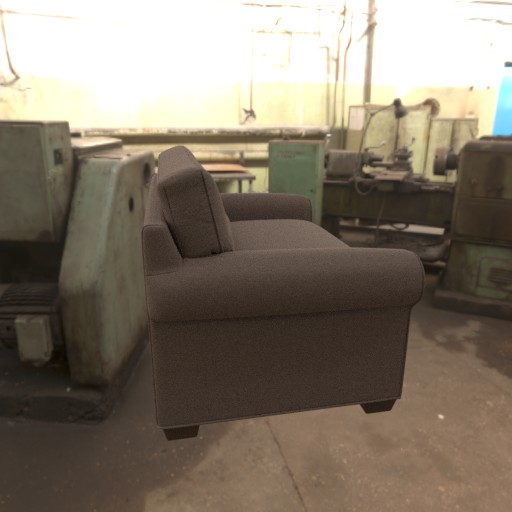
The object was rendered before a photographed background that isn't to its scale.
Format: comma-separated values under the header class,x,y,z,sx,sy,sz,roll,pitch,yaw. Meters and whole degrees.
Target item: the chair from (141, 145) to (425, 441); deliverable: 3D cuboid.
class,x,y,z,sx,sy,sz,roll,pitch,yaw
chair,0.000,0.000,2.031,0.930,0.930,1.390,-3,18,-11
